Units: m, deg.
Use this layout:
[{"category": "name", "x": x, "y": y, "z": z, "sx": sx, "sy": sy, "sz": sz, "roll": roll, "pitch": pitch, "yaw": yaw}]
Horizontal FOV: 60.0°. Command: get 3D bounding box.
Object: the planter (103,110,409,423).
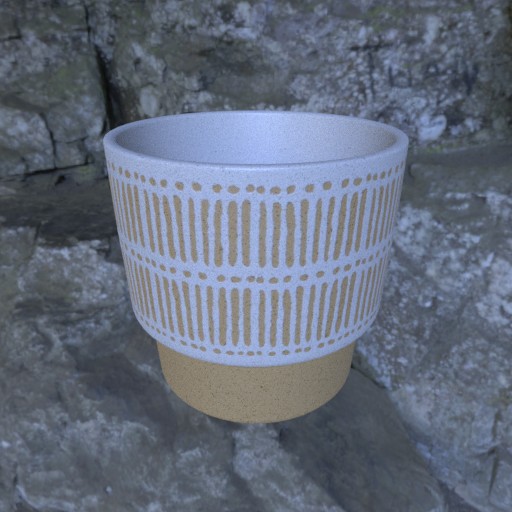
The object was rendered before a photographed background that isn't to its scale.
[{"category": "planter", "x": 0.000, "y": 0.000, "z": 0.544, "sx": 0.317, "sy": 0.303, "sz": 0.317, "roll": 0, "pitch": 26, "yaw": 0}]
